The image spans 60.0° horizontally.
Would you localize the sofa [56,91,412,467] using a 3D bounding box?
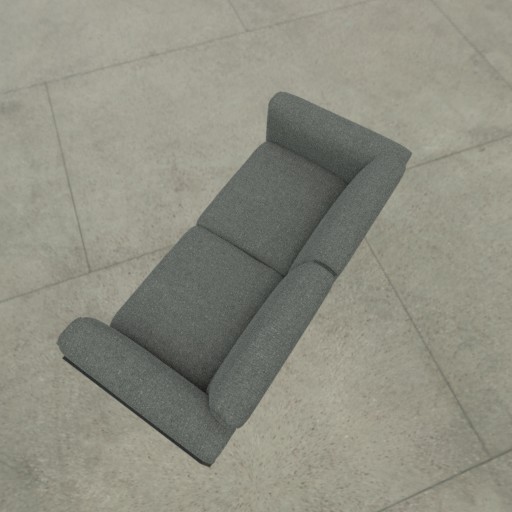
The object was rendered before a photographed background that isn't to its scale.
[{"bbox_3d":[0.000,0.000,2.601,0.985,0.703,2.125,31,67,15],"label":"sofa"}]
